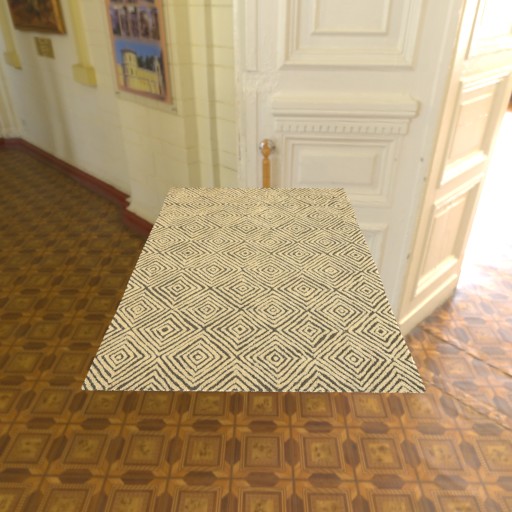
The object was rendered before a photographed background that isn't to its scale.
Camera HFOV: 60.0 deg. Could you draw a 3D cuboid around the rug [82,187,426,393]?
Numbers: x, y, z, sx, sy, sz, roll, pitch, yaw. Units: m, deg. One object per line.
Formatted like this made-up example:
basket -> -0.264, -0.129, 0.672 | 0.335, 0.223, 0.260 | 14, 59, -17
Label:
rug -> 0.000, 0.000, 2.245 | 1.177, 0.004, 1.750 | 0, 32, 0
